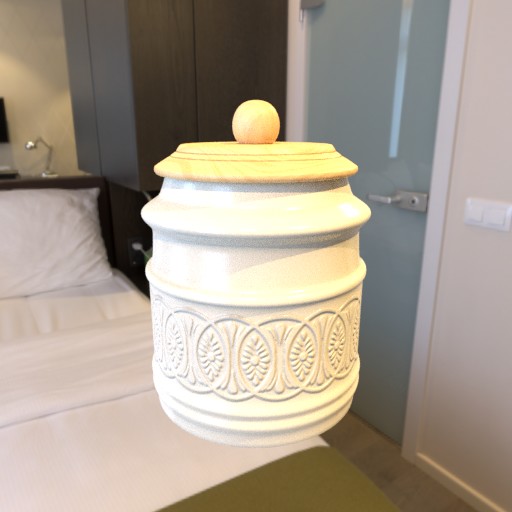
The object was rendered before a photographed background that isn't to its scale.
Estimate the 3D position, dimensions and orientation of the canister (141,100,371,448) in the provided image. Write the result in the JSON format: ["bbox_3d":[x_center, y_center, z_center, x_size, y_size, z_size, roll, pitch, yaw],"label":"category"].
[{"bbox_3d":[0.000,0.000,0.266,0.130,0.176,0.130,0,16,0],"label":"canister"}]
